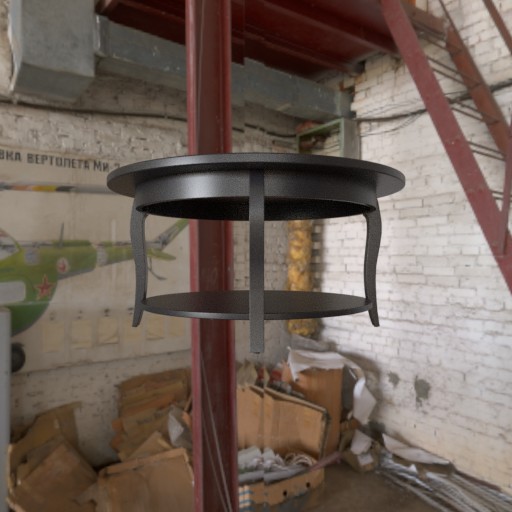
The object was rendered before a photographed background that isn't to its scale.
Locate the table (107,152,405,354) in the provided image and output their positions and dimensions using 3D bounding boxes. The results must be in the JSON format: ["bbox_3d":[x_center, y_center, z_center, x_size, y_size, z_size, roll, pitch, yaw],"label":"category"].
[{"bbox_3d":[0.000,0.000,1.431,0.914,0.457,0.914,0,0,0],"label":"table"}]
